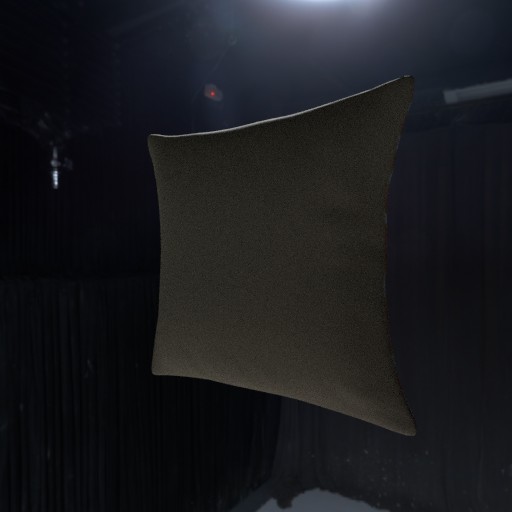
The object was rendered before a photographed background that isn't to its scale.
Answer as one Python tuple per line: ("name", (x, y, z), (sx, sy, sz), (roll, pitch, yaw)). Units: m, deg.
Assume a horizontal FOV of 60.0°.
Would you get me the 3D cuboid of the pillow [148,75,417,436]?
("pillow", (0.000, 0.000, 0.782), (0.552, 0.508, 0.166), (0, 0, 36))
